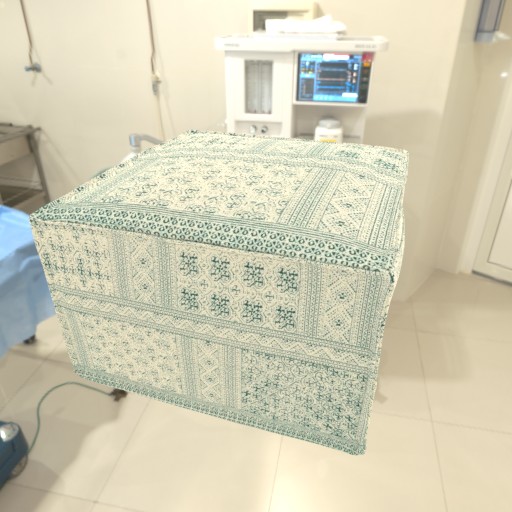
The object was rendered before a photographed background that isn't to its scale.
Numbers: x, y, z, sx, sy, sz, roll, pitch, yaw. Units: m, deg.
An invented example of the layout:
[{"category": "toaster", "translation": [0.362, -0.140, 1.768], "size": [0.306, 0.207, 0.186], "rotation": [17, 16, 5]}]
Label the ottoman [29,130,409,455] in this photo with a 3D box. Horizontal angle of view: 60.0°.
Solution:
[{"category": "ottoman", "translation": [0.000, 0.000, 1.009], "size": [0.626, 0.439, 0.617], "rotation": [10, 31, 16]}]
